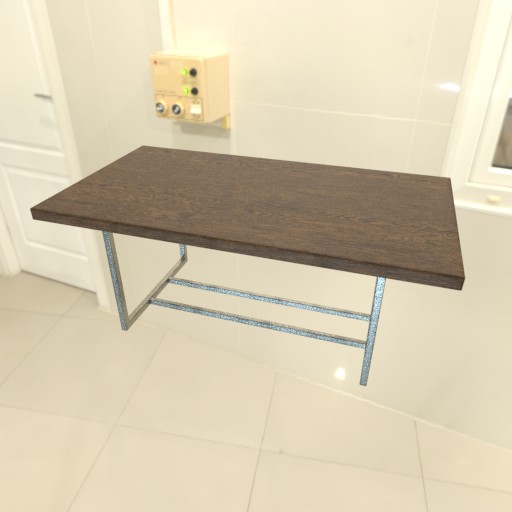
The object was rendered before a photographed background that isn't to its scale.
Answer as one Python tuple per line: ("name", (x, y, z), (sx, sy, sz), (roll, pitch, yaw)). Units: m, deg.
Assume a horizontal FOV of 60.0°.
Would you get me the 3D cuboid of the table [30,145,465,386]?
("table", (0.000, 0.000, 2.556), (1.989, 0.795, 1.078), (9, 32, 15))
